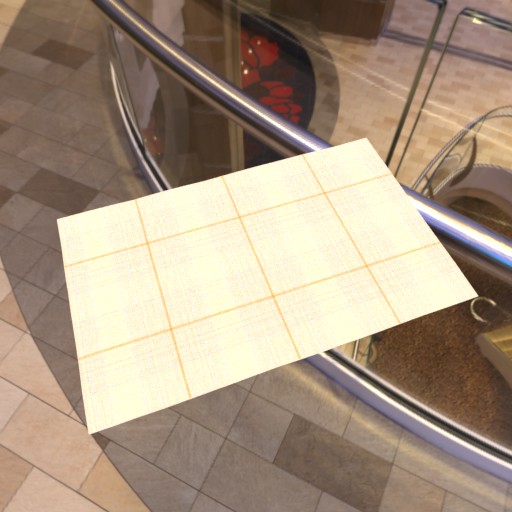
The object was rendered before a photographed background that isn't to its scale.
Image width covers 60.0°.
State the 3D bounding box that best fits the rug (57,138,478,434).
[{"bbox_3d":[0.000,0.000,2.967,2.442,0.016,1.527,-17,59,-11],"label":"rug"}]
